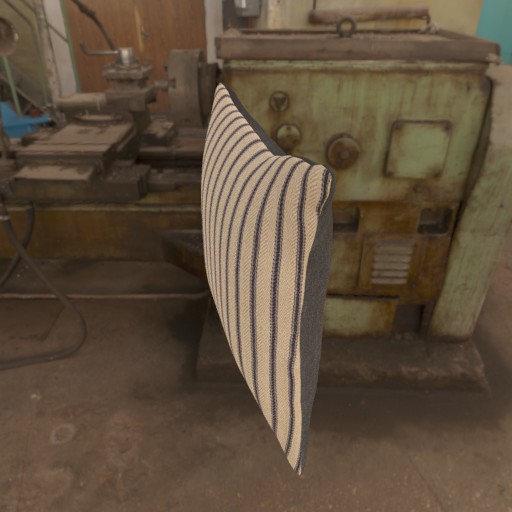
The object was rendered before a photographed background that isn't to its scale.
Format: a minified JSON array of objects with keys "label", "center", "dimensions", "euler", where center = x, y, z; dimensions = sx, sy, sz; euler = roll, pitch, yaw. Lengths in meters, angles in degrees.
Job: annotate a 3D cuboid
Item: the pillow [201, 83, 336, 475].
[{"label":"pillow","center":[0.000,0.000,0.695],"dimensions":[0.138,0.444,0.468],"euler":[-9,33,-14]}]
